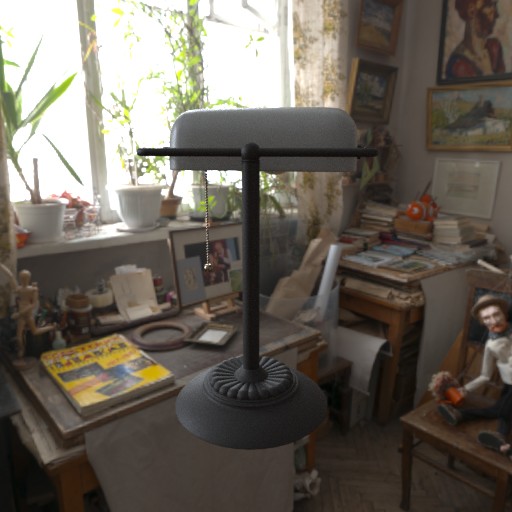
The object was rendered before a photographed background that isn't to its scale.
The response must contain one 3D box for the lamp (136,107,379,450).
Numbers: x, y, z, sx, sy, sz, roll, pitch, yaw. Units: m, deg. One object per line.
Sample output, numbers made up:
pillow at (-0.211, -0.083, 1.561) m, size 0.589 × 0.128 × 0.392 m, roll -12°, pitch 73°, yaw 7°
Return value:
lamp at (0.000, 0.000, 0.519) m, size 0.264 × 0.339 × 0.243 m, roll 2°, pitch 14°, yaw 10°
